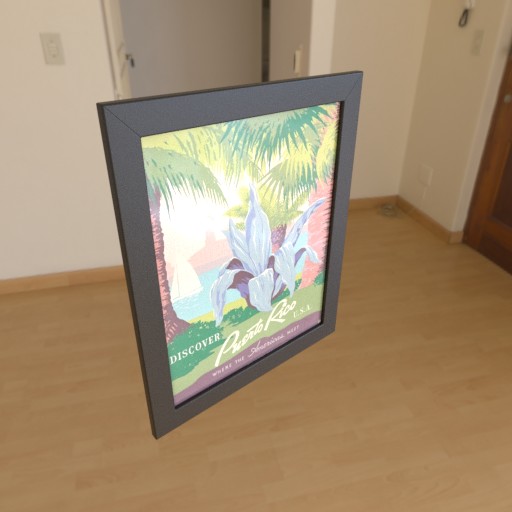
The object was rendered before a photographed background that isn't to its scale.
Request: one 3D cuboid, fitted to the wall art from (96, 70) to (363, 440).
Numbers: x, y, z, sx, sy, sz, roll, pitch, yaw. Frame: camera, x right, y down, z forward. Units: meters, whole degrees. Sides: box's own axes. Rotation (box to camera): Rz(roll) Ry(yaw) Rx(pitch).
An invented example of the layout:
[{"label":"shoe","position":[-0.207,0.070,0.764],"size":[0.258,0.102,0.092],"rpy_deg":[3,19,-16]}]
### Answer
[{"label":"wall art","position":[0.000,0.000,0.796],"size":[0.481,0.582,0.018],"rpy_deg":[-22,36,-34]}]
